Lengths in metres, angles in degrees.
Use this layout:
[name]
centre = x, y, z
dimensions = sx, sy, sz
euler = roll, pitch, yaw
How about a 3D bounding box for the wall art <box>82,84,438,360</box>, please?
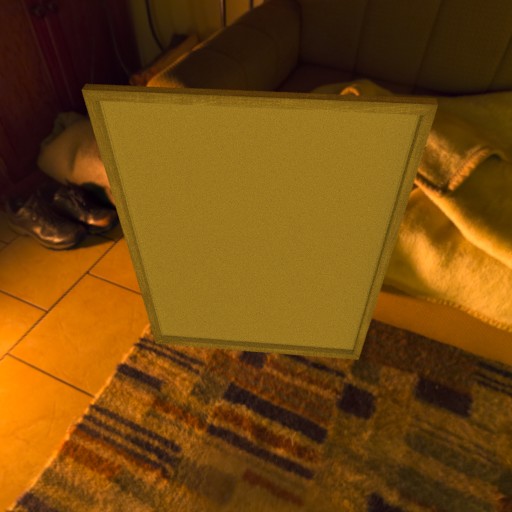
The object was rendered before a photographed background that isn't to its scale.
[wall art]
centre = 0.000, 0.000, 1.341
dimensions = 0.781, 1.022, 0.035
euler = 4, 46, 3
